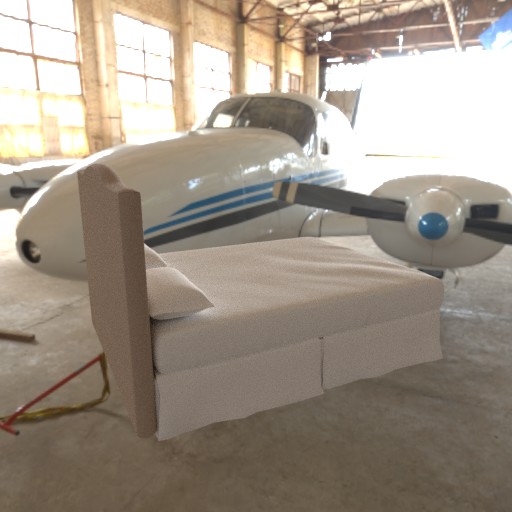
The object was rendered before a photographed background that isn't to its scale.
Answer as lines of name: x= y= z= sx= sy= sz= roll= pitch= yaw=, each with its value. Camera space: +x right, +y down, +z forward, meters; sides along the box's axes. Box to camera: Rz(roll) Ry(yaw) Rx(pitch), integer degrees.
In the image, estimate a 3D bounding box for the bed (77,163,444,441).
bed: x=0.000 y=0.000 z=3.405 sx=2.282 sy=1.436 sz=1.821 roll=-7 pitch=16 yaw=-26
